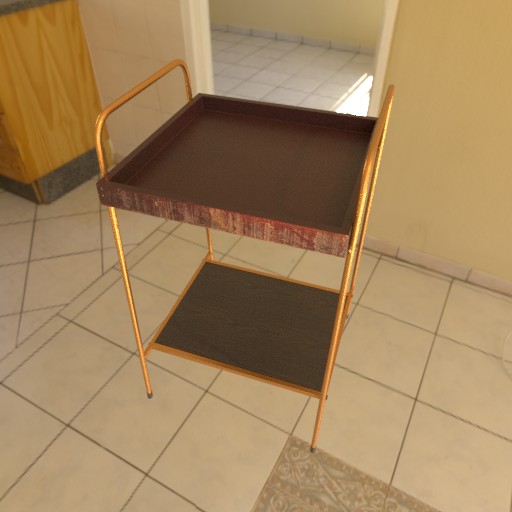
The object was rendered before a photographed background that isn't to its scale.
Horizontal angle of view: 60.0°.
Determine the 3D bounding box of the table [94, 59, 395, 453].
[{"bbox_3d":[0.000,0.000,0.970,0.430,0.710,0.430,13,43,14],"label":"table"}]
